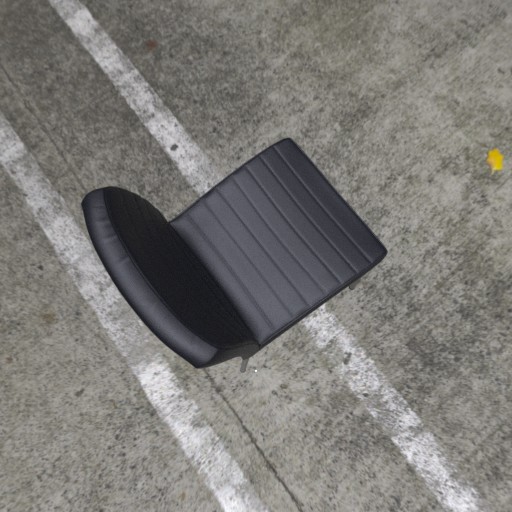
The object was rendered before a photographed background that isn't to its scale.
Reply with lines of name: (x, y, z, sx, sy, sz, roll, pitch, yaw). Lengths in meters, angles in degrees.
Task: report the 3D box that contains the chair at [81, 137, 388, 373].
chair: (0.000, 0.000, 1.196, 0.572, 0.872, 0.450, -36, 78, -9)
